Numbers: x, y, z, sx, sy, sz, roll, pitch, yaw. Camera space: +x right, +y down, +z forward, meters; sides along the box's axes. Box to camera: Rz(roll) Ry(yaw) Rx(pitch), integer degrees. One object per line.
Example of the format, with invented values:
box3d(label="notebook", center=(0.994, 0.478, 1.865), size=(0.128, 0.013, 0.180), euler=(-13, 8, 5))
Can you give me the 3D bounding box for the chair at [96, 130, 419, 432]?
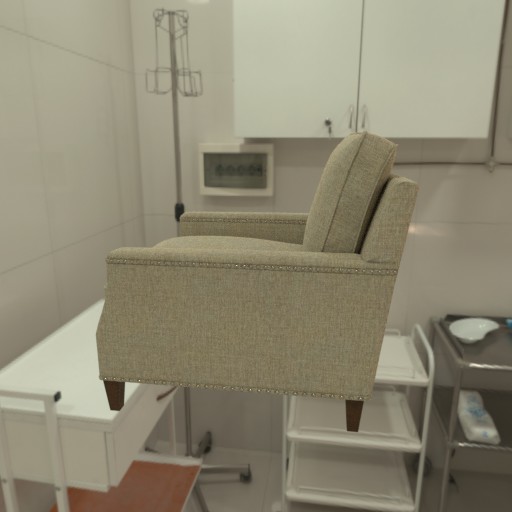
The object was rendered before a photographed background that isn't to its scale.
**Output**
box3d(label="chair", center=(0.000, 0.000, 1.749), size=(1.014, 0.943, 0.853), euler=(2, 15, 8))
